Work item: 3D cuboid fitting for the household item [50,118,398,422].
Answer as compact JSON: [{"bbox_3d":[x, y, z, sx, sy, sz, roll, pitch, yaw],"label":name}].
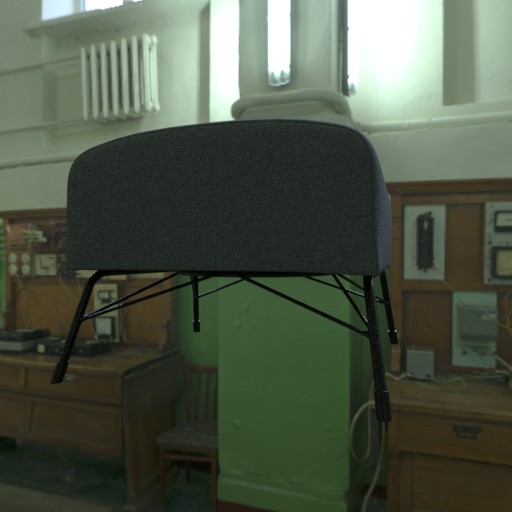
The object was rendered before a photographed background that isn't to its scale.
[{"bbox_3d":[0.000,0.000,0.879,0.530,0.410,0.530,0,0,19],"label":"household item"}]
